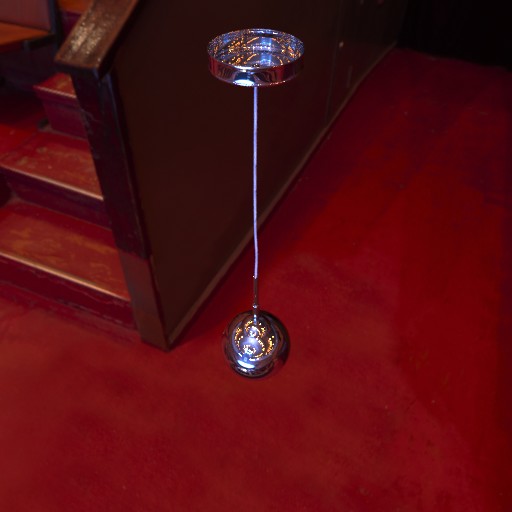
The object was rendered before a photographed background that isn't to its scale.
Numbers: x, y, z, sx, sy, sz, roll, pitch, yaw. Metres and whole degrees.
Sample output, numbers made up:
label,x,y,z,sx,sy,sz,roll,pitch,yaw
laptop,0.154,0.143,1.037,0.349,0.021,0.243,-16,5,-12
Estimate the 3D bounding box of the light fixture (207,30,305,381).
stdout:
label,x,y,z,sx,sy,sz,roll,pitch,yaw
light fixture,0.000,0.000,1.684,0.336,1.538,0.336,17,49,16
